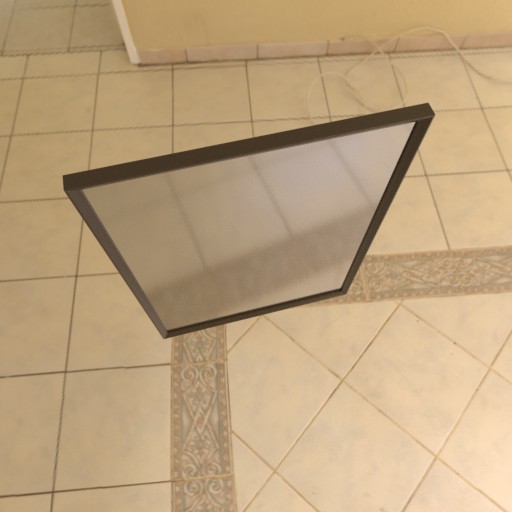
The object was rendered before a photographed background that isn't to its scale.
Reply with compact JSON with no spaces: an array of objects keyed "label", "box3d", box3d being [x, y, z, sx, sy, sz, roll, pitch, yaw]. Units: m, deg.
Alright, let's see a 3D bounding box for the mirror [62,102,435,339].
[{"label":"mirror","box3d":[0.000,0.000,1.344,0.762,1.016,0.041,-13,64,-6]}]
